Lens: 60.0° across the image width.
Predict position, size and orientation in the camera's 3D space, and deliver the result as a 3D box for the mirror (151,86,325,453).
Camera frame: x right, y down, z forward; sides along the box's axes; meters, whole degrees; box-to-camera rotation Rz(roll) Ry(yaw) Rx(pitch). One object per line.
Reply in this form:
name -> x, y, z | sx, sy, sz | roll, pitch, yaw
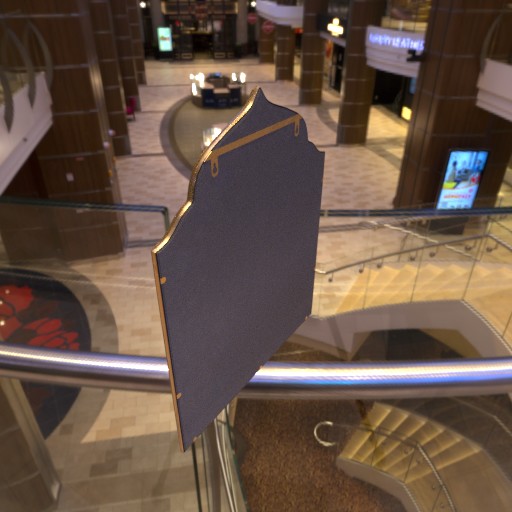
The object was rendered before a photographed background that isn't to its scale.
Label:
mirror -> 0.000, 0.000, 0.870 | 0.018, 0.635, 0.513 | 20, 38, 29
